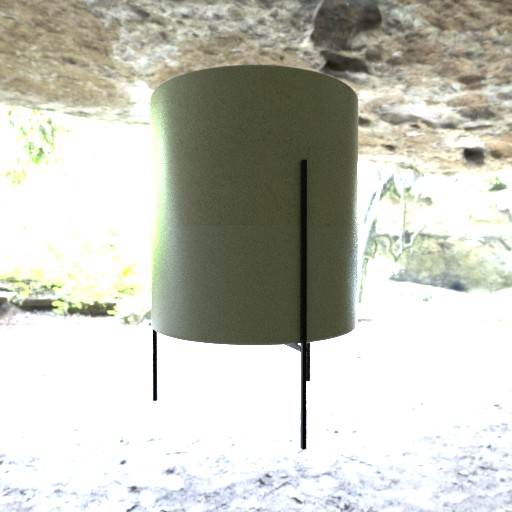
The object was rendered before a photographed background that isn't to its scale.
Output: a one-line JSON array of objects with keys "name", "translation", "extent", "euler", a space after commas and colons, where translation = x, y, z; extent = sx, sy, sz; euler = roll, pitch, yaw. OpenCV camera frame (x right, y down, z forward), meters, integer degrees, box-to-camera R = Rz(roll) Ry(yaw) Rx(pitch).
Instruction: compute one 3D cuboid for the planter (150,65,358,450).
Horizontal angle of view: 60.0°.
[{"name": "planter", "translation": [0.000, 0.000, 0.715], "extent": [0.324, 0.483, 0.333], "euler": [1, 1, 38]}]
